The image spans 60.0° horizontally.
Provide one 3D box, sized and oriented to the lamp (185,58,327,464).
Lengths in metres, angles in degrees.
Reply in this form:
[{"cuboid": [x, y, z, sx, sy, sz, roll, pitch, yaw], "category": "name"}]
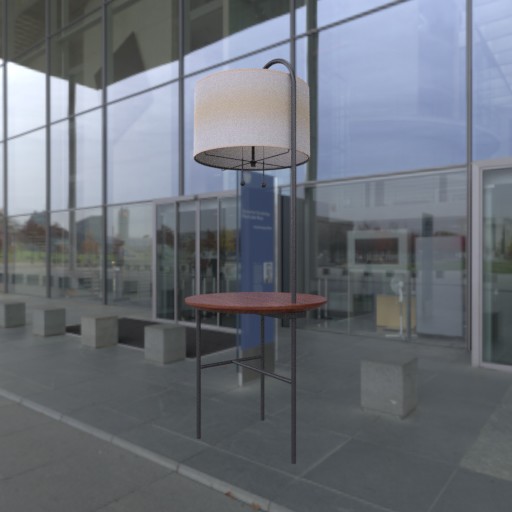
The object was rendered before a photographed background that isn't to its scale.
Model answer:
[{"cuboid": [0.000, 0.000, 1.805, 0.573, 1.517, 0.573, 0, 0, 0], "category": "lamp"}]
